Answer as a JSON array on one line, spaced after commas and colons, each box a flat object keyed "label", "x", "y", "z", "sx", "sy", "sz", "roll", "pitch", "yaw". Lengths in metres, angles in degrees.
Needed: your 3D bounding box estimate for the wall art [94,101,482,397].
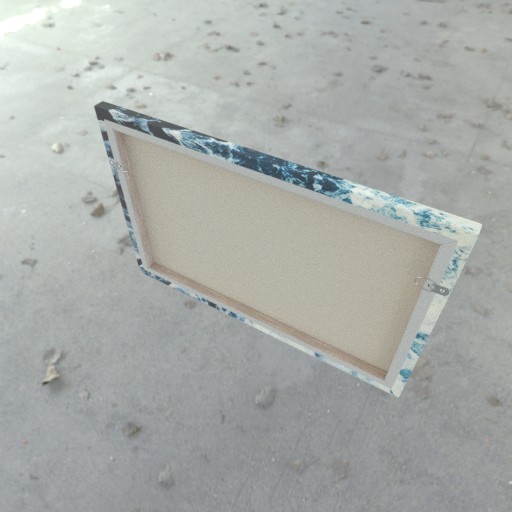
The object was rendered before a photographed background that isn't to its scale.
[{"label": "wall art", "x": 0.000, "y": 0.000, "z": 1.926, "sx": 1.524, "sy": 1.017, "sz": 0.055, "roll": 23, "pitch": 50, "yaw": 21}]
